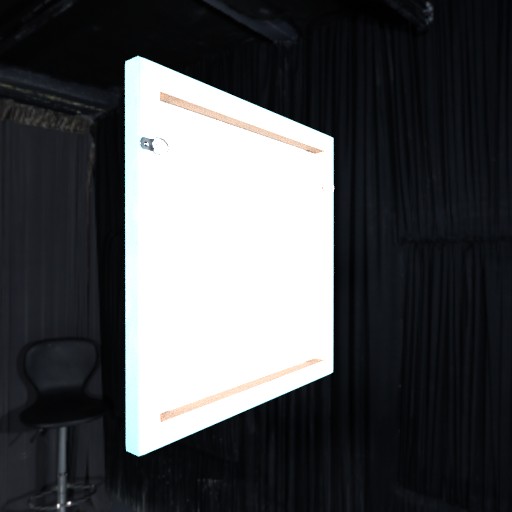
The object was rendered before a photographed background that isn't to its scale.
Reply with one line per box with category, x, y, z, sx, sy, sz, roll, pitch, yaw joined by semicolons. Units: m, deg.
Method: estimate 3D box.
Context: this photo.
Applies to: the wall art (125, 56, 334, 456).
wall art;0.000;0.000;1.616;0.070;1.073;1.071;0;0;38
